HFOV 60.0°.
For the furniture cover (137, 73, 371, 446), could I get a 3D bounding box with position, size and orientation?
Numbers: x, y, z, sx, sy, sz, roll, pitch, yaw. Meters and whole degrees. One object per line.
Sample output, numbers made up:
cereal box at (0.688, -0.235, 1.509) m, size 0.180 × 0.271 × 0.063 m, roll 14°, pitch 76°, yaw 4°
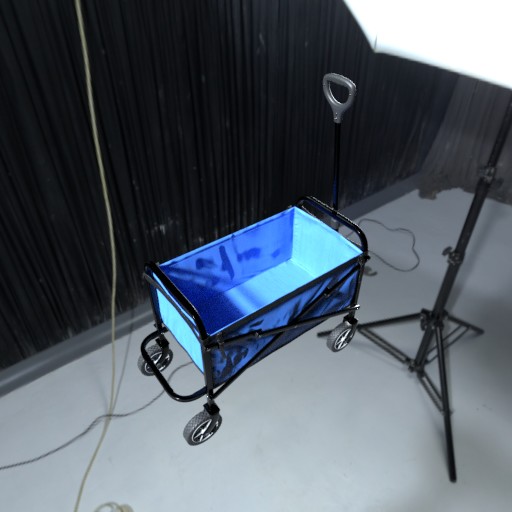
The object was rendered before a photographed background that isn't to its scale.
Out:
furniture cover at (0.000, 0.000, 1.814) m, size 1.038 × 1.295 × 0.532 m, roll -25°, pitch 46°, yaw -28°
